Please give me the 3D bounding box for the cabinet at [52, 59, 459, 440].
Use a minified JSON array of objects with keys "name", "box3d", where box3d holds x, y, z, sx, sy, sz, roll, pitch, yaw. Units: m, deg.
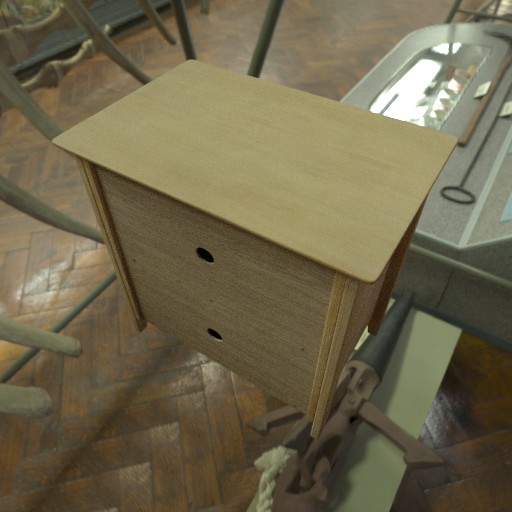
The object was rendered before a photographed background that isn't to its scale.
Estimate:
[{"name":"cabinet","box3d":[0.000,0.000,1.261,0.763,0.762,0.503,25,52,21]}]
